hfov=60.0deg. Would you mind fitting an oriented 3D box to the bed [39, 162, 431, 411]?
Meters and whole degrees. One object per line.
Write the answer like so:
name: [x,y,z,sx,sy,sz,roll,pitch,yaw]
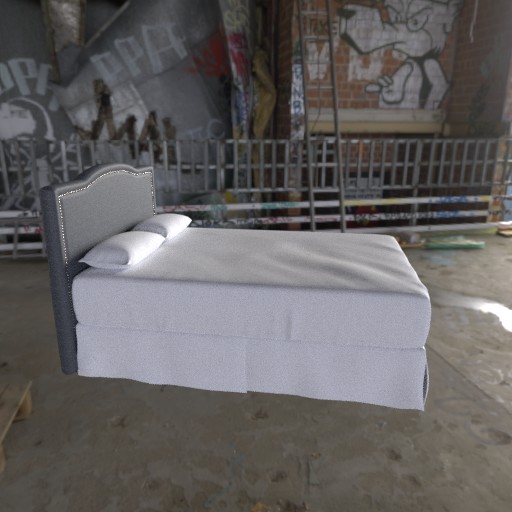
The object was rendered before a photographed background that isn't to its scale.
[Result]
bed: [0.000,0.000,3.562,2.507,1.441,1.747,3,17,9]
